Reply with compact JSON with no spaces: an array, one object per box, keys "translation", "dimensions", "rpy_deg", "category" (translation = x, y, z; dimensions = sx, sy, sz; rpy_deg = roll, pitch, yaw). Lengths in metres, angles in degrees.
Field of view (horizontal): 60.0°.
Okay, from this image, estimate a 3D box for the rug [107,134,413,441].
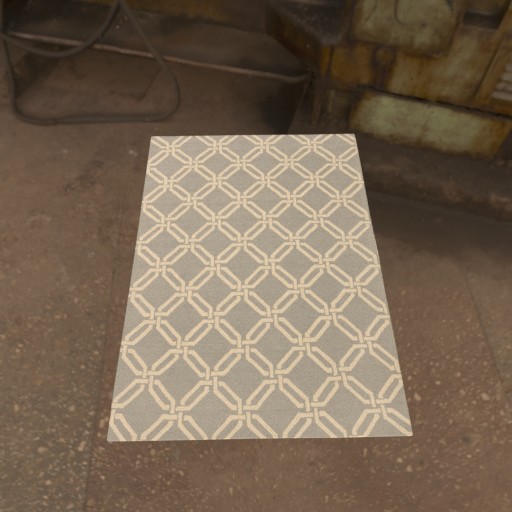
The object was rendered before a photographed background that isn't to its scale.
[{"translation":[0.000,0.000,2.755],"dimensions":[1.522,0.013,2.133],"rpy_deg":[-1,58,-1],"category":"rug"}]
